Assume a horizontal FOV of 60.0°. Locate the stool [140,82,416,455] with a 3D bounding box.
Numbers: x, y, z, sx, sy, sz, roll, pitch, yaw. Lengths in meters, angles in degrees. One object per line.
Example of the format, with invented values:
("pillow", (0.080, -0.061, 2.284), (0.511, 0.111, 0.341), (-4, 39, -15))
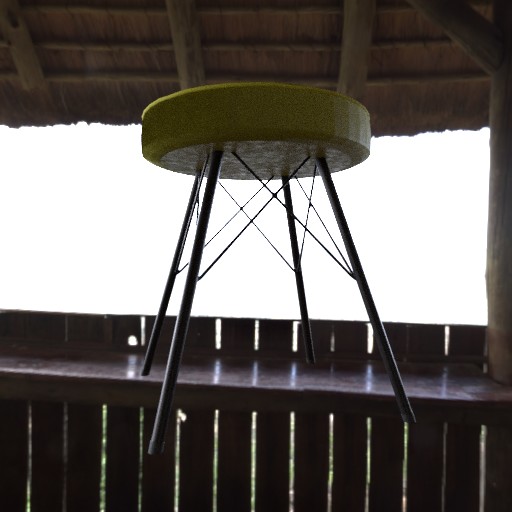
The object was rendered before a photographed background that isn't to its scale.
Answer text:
("stool", (0.000, 0.000, 0.812), (0.409, 0.508, 0.409), (0, 0, -16))
